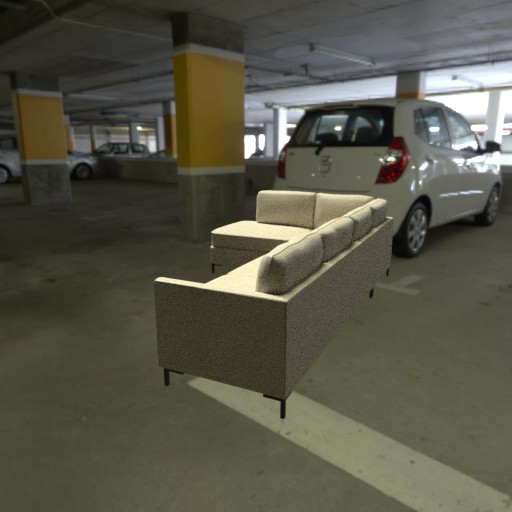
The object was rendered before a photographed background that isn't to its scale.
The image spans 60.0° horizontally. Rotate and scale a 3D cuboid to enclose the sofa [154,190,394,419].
[{"bbox_3d":[0.000,0.000,4.354,2.048,0.996,3.384,7,15,26],"label":"sofa"}]
